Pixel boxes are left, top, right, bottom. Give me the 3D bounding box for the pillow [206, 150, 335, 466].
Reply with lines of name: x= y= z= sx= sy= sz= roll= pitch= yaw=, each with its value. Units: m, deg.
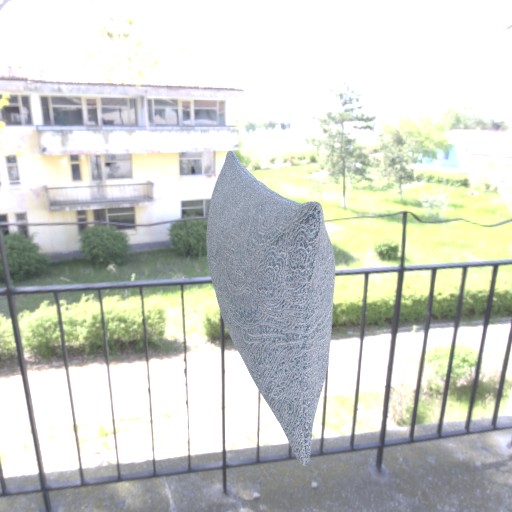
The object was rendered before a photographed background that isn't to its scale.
pillow: x=0.000 y=0.000 z=0.731 sx=0.151 sy=0.295 sz=0.615 roll=-3 pitch=18 yaw=-10
